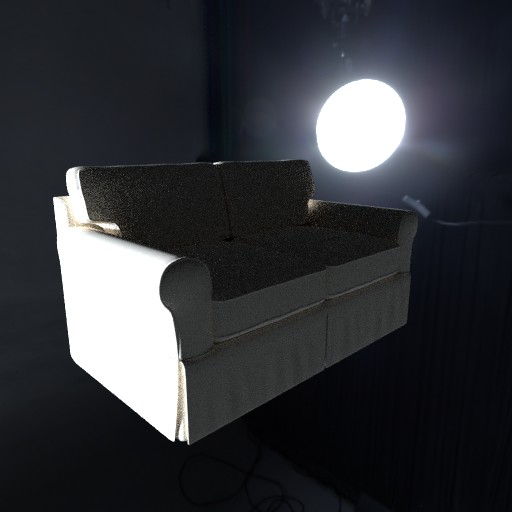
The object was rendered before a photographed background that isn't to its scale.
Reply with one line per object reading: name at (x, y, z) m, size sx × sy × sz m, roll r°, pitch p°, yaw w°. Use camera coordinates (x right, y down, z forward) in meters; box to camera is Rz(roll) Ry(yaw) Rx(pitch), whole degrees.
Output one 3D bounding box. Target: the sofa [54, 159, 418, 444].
sofa at (0.000, 0.000, 2.307) m, size 1.727 × 0.940 × 0.991 m, roll -13°, pitch 19°, yaw -43°
